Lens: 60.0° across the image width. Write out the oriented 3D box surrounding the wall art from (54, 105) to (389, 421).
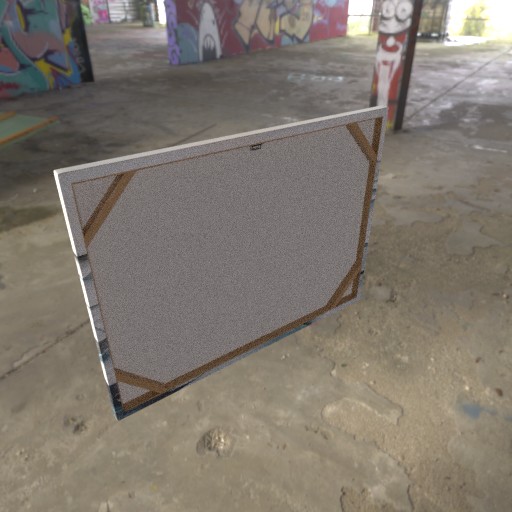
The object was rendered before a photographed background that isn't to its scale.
[{"bbox_3d":[0.000,0.000,1.634,1.219,0.915,0.039,-20,37,-30],"label":"wall art"}]
